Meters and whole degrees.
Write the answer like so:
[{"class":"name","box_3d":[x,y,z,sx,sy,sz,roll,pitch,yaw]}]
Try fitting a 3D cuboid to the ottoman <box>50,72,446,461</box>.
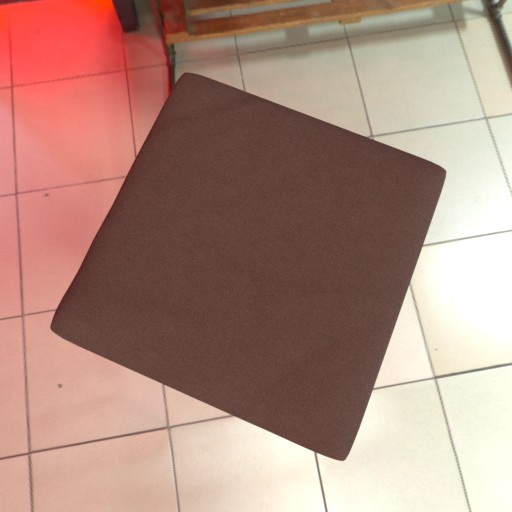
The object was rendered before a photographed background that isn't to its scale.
[{"class":"ottoman","box_3d":[0.000,0.000,1.826,1.181,0.470,1.181,22,78,5]}]
